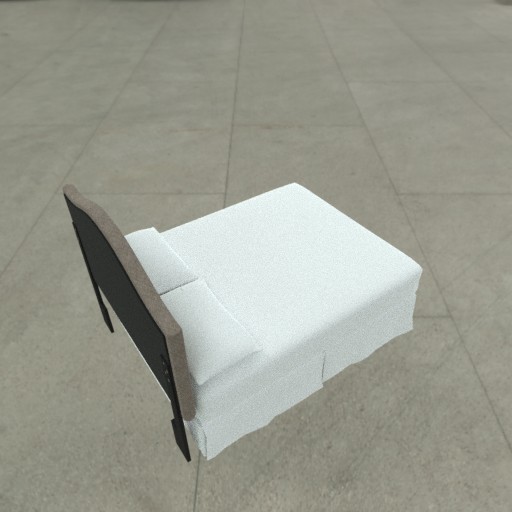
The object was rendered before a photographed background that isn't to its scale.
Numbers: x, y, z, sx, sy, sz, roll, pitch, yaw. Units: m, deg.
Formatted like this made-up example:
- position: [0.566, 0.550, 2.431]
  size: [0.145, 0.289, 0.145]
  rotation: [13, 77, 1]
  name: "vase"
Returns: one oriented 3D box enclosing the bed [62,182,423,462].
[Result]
- position: [0.000, 0.000, 3.379]
  size: [2.153, 1.518, 1.713]
  rotation: [-25, 46, -26]
  name: "bed"
